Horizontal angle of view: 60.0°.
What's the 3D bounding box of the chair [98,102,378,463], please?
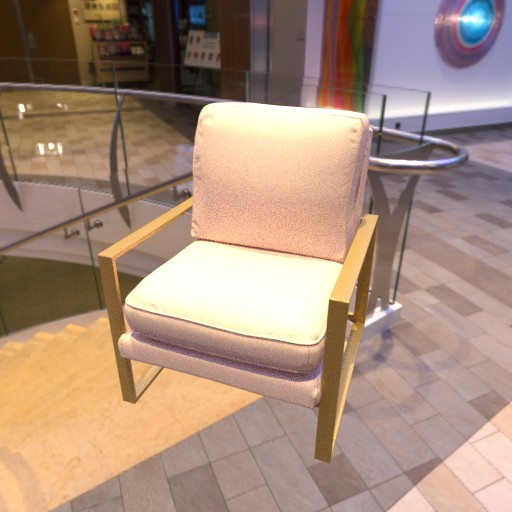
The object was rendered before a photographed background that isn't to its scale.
[{"bbox_3d":[0.000,0.000,1.570,0.758,0.956,0.813,10,29,18],"label":"chair"}]
